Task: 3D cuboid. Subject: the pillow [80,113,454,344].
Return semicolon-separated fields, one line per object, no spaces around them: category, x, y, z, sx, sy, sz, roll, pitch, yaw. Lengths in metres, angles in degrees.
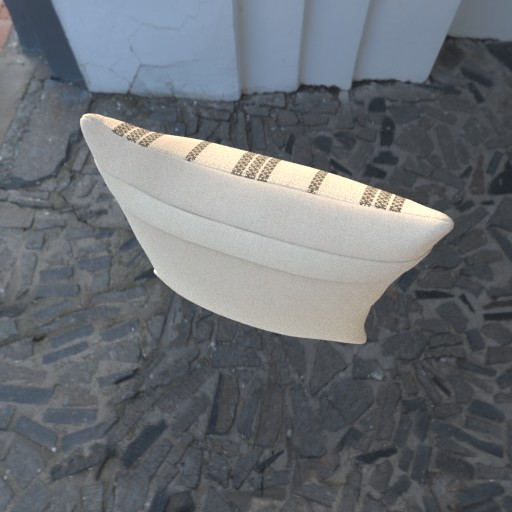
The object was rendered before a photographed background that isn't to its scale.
pillow;0.000;0.000;0.627;0.405;0.406;0.173;18;65;9
